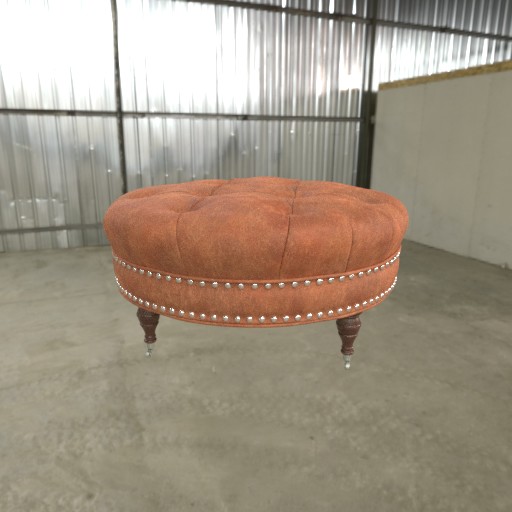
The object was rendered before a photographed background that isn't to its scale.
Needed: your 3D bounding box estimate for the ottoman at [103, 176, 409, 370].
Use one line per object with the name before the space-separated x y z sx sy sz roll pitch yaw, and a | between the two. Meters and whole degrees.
ottoman | 0.000 0.000 1.387 0.901 0.444 0.901 0 15 0
